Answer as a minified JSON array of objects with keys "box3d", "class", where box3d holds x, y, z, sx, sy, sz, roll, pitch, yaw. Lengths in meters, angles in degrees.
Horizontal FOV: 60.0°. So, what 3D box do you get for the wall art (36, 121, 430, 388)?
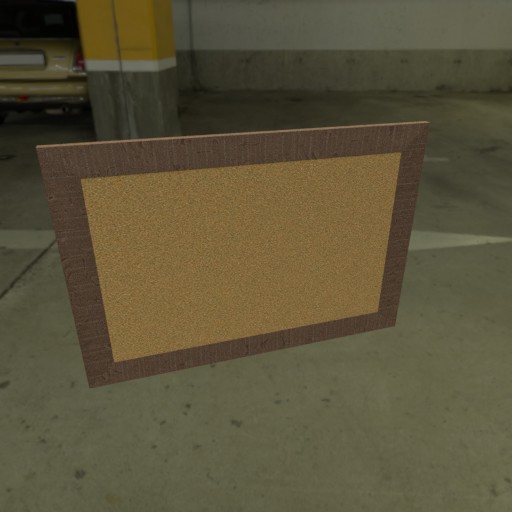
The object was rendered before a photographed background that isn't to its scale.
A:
[{"box3d":[0.000,0.000,1.147,0.917,0.626,0.019,-8,28,-16],"class":"wall art"}]
